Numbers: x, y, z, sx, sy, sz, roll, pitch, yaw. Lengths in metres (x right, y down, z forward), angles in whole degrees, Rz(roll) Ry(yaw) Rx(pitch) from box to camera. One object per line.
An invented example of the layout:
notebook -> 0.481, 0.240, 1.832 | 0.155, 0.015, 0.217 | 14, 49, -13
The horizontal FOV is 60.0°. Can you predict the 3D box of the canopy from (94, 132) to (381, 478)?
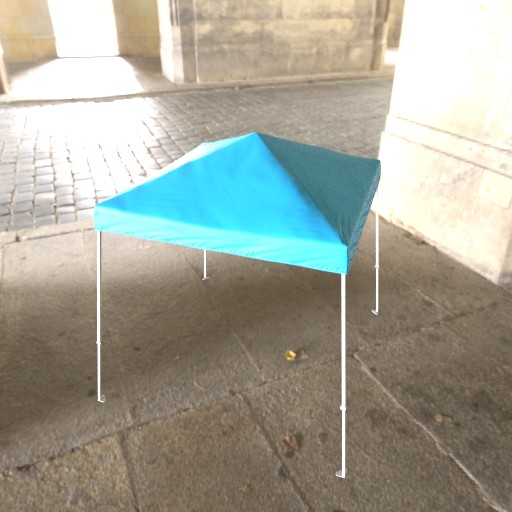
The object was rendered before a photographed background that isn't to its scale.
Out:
canopy -> 0.000, 0.000, 5.150 | 2.848, 2.849, 2.849 | 10, 31, 17
